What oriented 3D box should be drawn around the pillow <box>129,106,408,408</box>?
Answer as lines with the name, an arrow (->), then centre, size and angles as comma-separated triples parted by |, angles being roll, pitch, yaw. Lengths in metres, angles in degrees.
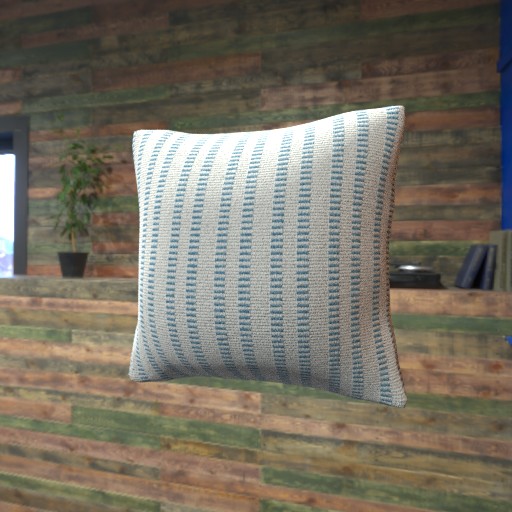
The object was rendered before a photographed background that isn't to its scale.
pillow -> 0.000, 0.000, 0.677 | 0.438, 0.419, 0.247 | 0, 0, 18
